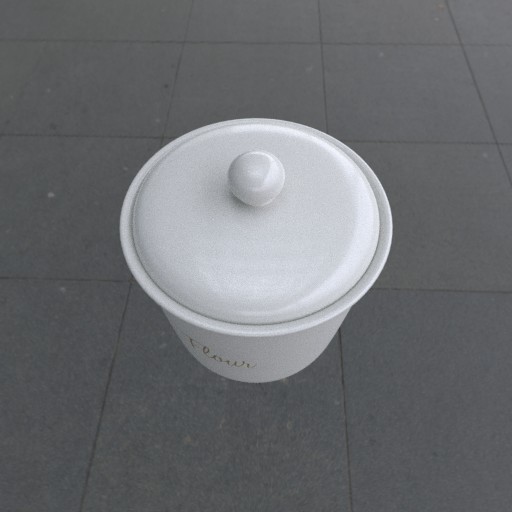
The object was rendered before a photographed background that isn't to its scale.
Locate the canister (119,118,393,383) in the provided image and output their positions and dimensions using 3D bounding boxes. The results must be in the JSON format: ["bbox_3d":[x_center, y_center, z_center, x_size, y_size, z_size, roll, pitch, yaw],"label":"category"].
[{"bbox_3d":[0.000,0.000,0.348,0.182,0.208,0.182,0,58,0],"label":"canister"}]
